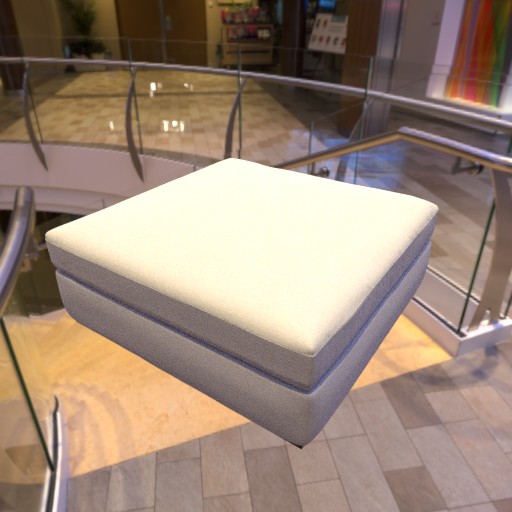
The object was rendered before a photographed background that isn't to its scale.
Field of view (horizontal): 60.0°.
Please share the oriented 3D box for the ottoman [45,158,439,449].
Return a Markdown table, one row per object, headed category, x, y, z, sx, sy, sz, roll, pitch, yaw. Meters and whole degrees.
| category | x | y | z | sx | sy | sz | roll | pitch | yaw |
| --- | --- | --- | --- | --- | --- | --- | --- | --- | --- |
| ottoman | 0.000 | 0.000 | 1.842 | 1.167 | 0.482 | 1.163 | 19 | 34 | 30 |
